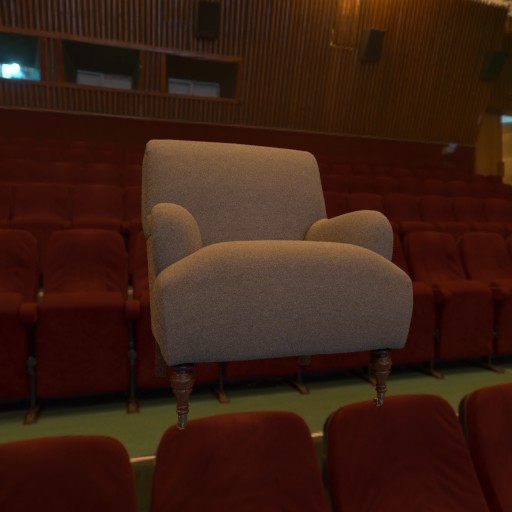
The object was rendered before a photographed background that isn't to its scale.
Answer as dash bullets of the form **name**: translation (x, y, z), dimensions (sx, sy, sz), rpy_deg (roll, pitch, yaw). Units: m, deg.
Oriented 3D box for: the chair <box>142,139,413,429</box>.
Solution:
- **chair**: translation (0.000, 0.000, 1.574), dimensions (0.766, 0.942, 0.843), rpy_deg (0, 0, -18)
